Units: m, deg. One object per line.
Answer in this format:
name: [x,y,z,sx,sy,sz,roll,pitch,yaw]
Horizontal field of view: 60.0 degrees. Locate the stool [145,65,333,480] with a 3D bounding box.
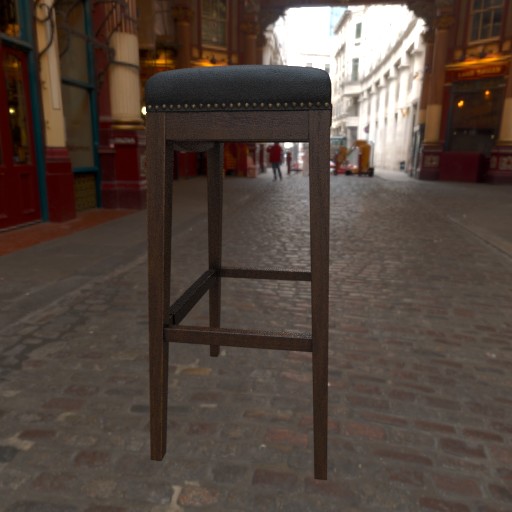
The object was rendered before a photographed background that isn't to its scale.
stool: [0.000,0.000,1.037,0.361,0.765,0.500,2,14,9]
